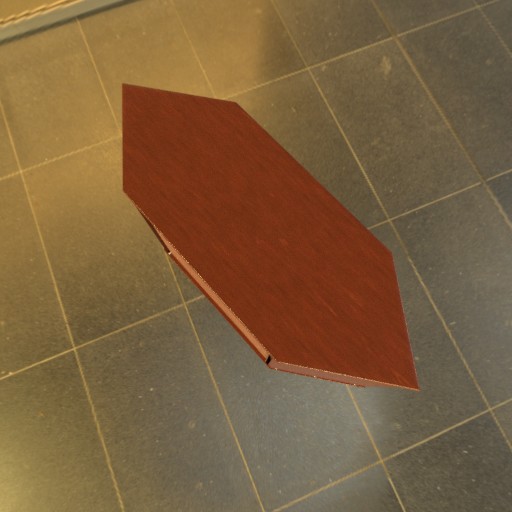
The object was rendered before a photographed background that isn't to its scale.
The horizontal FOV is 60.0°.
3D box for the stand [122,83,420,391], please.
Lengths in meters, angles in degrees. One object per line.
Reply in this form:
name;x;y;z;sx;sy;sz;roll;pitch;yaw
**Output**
stand;0.000;0.000;1.376;0.381;0.614;1.072;-41;78;-11
